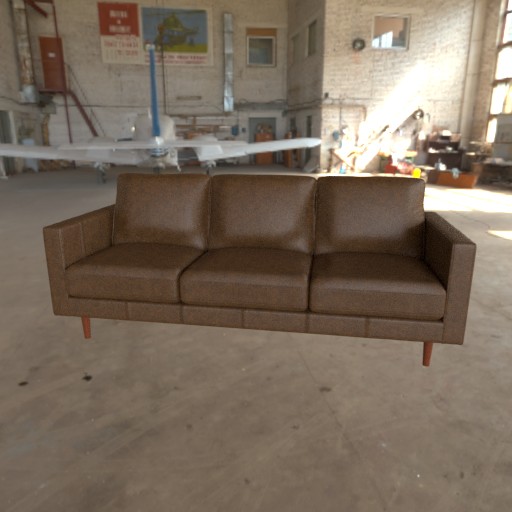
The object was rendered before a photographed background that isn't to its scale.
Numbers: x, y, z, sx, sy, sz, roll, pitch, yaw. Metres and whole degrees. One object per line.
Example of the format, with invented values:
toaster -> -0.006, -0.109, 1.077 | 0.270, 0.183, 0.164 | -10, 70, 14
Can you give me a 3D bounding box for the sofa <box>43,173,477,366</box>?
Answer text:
sofa -> 0.000, 0.000, 2.690 | 2.231, 0.930, 0.903 | 3, 16, 9
